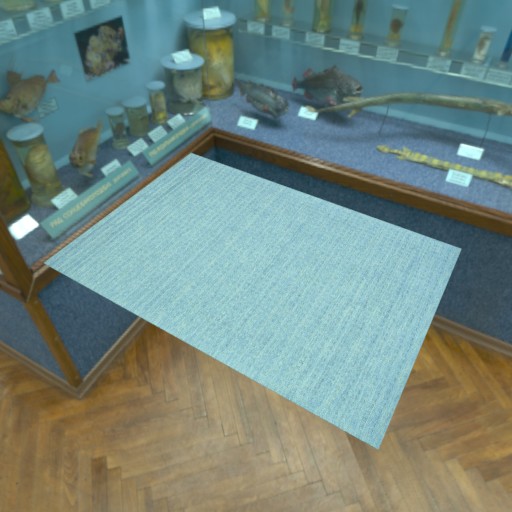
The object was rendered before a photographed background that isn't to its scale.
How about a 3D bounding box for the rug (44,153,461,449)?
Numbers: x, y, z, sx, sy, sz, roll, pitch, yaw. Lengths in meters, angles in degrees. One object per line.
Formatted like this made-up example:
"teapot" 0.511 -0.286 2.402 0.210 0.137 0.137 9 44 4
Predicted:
"rug" 0.000 0.000 3.720 2.895 0.006 1.982 23 49 22
